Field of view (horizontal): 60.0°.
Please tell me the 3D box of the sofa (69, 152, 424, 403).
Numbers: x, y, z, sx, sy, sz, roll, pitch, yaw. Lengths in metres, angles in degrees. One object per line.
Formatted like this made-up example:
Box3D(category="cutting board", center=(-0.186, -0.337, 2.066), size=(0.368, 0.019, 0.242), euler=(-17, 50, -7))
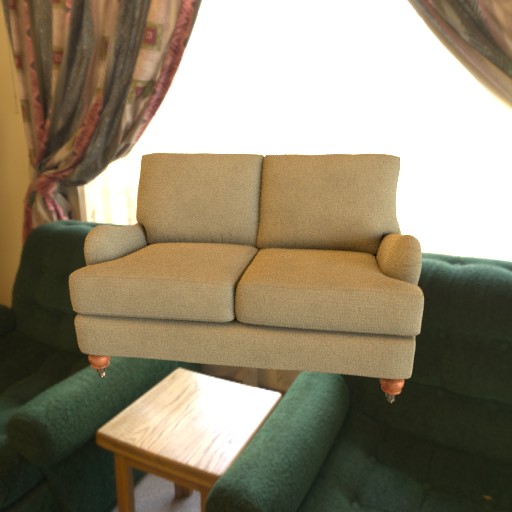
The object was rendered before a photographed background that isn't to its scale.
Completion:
Box3D(category="sofa", center=(0.000, 0.000, 2.233), size=(1.480, 0.999, 1.087), euler=(2, 15, 9))
